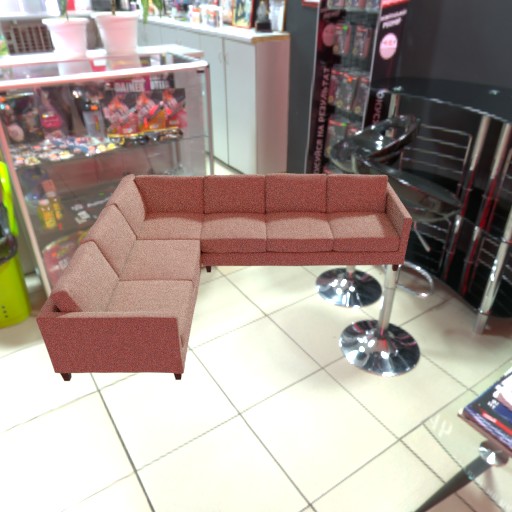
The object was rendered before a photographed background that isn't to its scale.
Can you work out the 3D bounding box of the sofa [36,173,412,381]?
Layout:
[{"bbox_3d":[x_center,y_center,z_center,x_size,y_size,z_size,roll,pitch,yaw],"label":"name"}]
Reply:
[{"bbox_3d":[0.000,0.000,4.317,3.182,0.863,2.432,0,32,-1],"label":"sofa"}]
